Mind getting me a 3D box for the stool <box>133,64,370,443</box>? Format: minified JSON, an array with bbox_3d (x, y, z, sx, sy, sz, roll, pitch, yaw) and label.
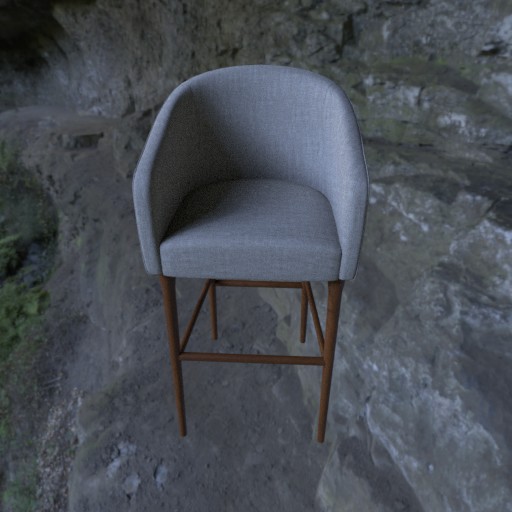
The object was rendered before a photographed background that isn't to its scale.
[{"bbox_3d":[0.000,0.000,1.431,0.559,1.078,0.607,1,29,3],"label":"stool"}]
